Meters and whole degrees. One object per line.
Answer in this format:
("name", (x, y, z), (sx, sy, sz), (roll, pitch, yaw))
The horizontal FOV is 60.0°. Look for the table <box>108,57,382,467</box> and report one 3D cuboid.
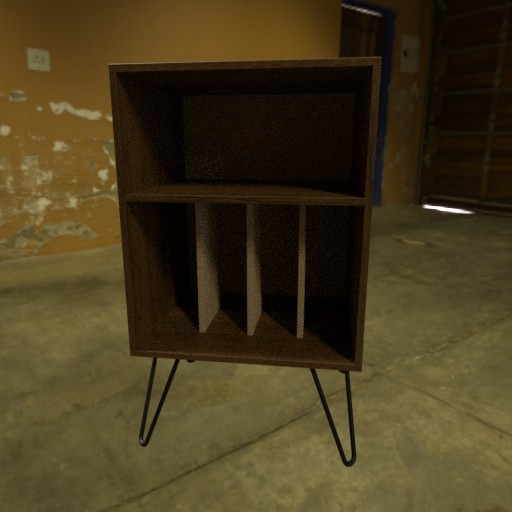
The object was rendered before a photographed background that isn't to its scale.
("table", (0.000, 0.000, 1.151), (0.526, 0.866, 0.457), (2, 14, 8))
